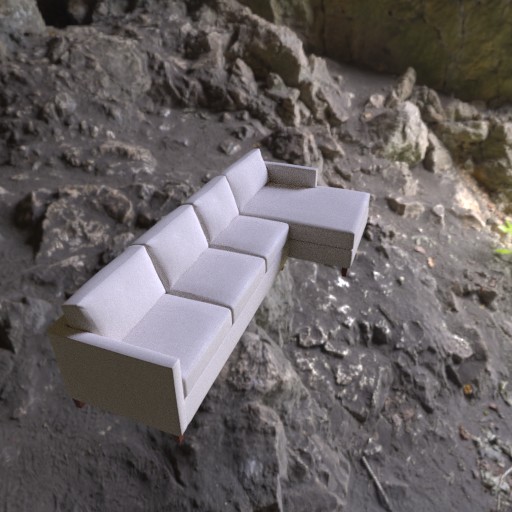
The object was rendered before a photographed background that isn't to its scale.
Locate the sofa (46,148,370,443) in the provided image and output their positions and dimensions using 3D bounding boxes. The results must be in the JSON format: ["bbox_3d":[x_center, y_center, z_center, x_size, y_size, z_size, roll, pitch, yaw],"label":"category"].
[{"bbox_3d":[0.000,0.000,4.077,1.599,0.954,3.471,11,33,18],"label":"sofa"}]
